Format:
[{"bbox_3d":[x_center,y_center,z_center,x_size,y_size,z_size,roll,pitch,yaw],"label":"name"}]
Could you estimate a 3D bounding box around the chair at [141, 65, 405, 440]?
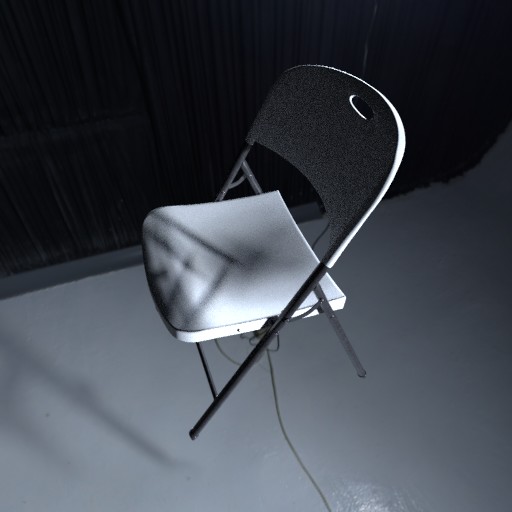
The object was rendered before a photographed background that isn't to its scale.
[{"bbox_3d":[0.000,0.000,1.157,0.566,0.810,0.494,-15,49,-14],"label":"chair"}]
